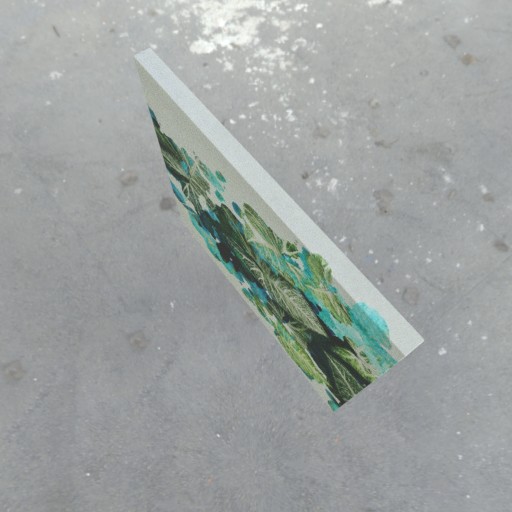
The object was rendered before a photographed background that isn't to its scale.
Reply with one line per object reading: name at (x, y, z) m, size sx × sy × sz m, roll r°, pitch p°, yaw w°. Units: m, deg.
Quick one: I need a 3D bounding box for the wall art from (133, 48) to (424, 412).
wall art at (0.000, 0.000, 0.990) m, size 0.043 × 0.610 × 0.711 m, roll -34°, pitch 69°, yaw -15°
